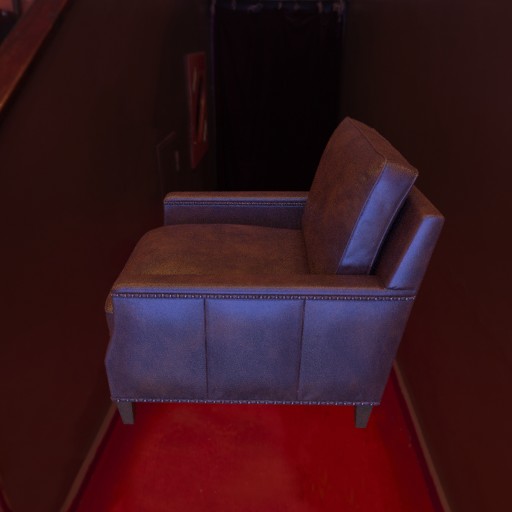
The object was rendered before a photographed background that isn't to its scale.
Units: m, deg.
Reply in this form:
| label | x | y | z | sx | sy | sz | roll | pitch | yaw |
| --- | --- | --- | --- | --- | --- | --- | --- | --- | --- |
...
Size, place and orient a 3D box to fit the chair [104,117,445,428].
| label | x | y | z | sx | sy | sz | roll | pitch | yaw |
| --- | --- | --- | --- | --- | --- | --- | --- | --- | --- |
| chair | 0.000 | 0.000 | 1.693 | 1.014 | 0.929 | 0.853 | 1 | 27 | 1 |
